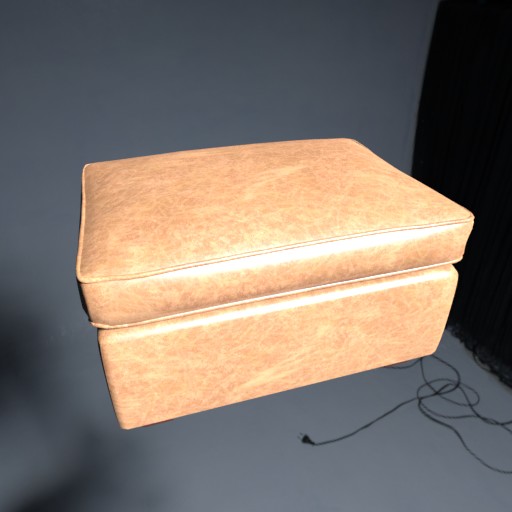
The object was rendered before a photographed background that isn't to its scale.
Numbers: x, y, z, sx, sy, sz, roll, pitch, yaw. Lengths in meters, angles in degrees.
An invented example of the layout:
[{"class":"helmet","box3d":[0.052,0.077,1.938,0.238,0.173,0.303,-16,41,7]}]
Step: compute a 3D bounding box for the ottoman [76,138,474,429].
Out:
[{"class":"ottoman","box3d":[0.000,0.000,1.077,0.756,0.468,0.554,-9,33,-15]}]
